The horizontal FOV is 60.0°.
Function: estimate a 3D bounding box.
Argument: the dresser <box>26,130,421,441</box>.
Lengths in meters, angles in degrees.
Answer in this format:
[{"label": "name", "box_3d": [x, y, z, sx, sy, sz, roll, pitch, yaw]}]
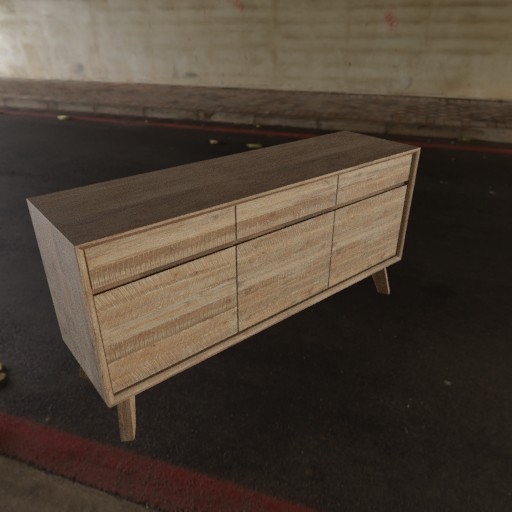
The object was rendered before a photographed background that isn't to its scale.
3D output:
[{"label": "dresser", "box_3d": [0.000, 0.000, 1.951, 1.602, 0.788, 0.455, -21, 35, -34]}]
